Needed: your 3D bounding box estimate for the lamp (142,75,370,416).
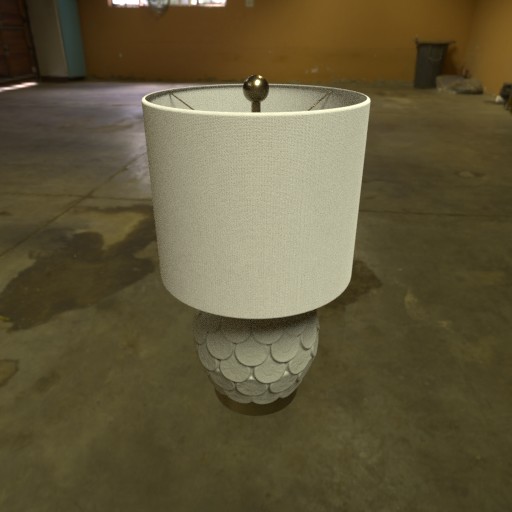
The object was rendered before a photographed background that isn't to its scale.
[{"bbox_3d":[0.000,0.000,0.596,0.254,0.452,0.254,0,27,0],"label":"lamp"}]
